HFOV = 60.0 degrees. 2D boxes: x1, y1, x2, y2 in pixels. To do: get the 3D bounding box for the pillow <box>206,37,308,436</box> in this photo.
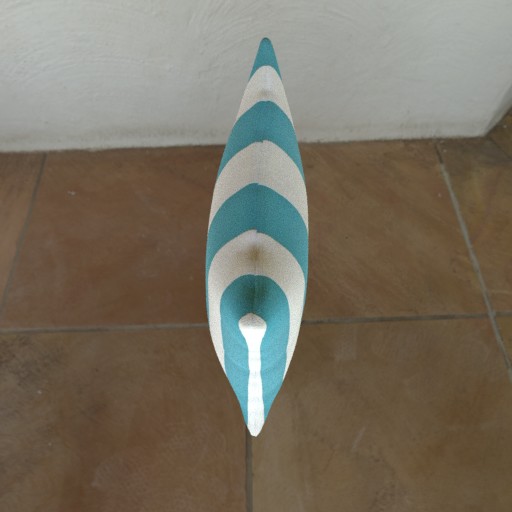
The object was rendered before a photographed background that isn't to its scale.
[{"bbox_3d":[0.000,0.000,0.817,0.189,0.526,0.536,1,58,1],"label":"pillow"}]
